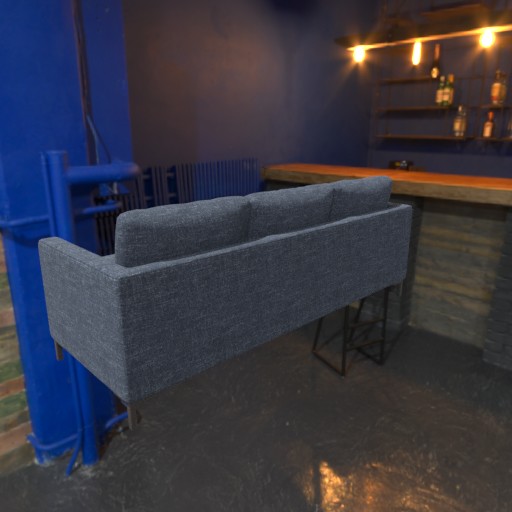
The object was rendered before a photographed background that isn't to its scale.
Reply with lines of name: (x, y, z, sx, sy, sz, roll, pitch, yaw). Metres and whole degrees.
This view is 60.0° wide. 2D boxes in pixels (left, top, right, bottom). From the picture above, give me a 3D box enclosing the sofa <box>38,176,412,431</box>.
sofa: (0.000, 0.000, 2.691, 2.218, 0.874, 0.859, -15, 22, -42)
